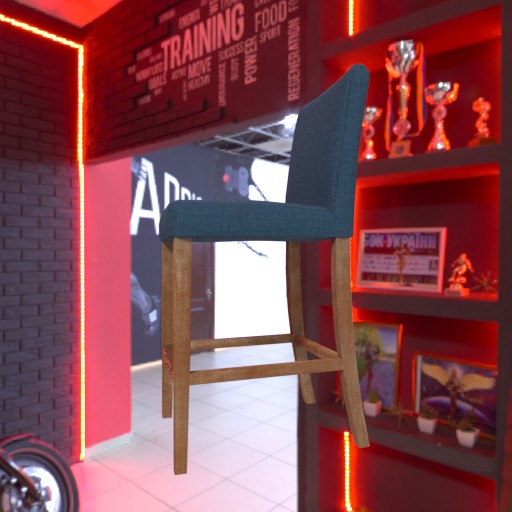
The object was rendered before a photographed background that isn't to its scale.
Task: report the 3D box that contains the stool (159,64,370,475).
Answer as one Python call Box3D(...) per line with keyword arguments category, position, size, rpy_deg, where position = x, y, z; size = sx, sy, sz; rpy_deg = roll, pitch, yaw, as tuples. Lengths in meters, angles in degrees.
Box3D(category="stool", position=(0.000, 0.000, 1.375), size=(0.574, 1.088, 0.454), rpy_deg=(0, 0, -16))
